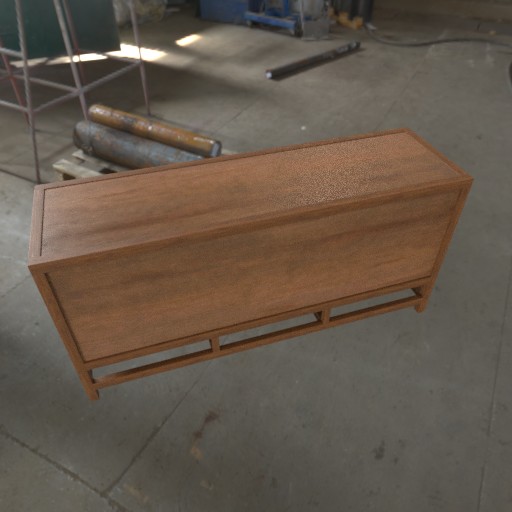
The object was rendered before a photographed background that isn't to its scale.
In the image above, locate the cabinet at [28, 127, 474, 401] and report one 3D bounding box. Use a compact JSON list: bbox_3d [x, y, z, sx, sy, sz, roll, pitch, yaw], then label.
[{"bbox_3d":[0.000,0.000,2.073,1.708,0.820,0.522,-12,43,-13],"label":"cabinet"}]
